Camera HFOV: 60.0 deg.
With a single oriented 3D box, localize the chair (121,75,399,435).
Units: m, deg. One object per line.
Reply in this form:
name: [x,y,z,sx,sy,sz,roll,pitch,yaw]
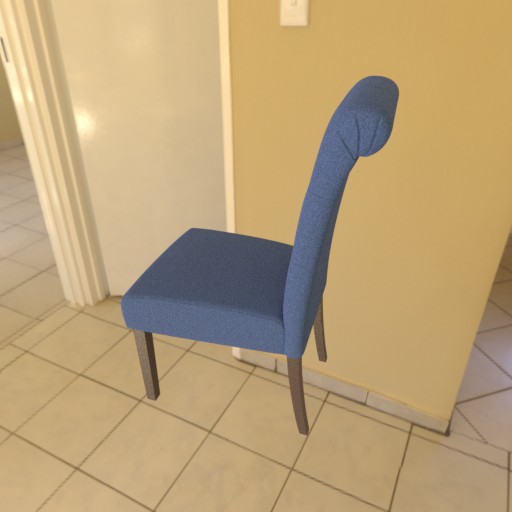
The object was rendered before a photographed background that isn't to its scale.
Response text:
chair: [0.000,0.000,1.323,0.671,1.006,0.456,9,31,15]
